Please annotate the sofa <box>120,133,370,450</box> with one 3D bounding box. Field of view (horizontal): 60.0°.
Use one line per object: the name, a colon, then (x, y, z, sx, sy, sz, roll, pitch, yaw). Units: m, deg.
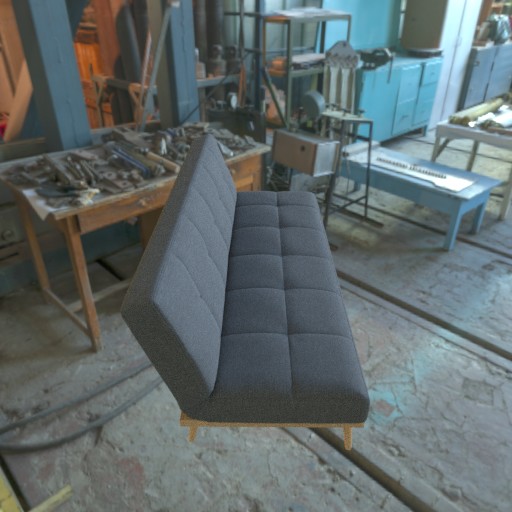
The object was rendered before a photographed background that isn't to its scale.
sofa: (0.000, 0.000, 2.267, 0.820, 0.770, 1.820, 0, 31, 0)
